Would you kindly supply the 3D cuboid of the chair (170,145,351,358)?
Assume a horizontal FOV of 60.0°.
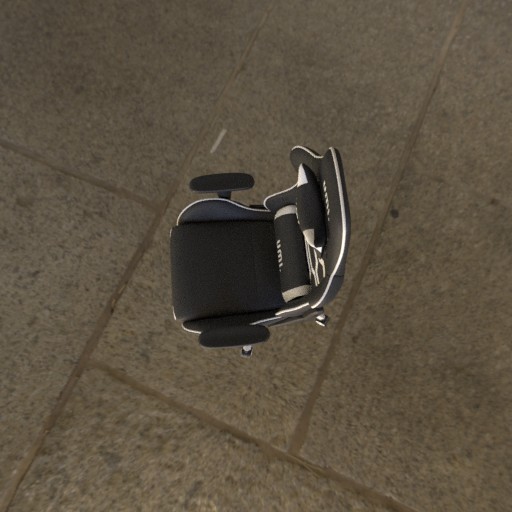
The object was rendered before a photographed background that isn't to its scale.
[{"bbox_3d":[0.000,0.000,1.671,0.700,1.240,0.700,-5,75,-1],"label":"chair"}]
